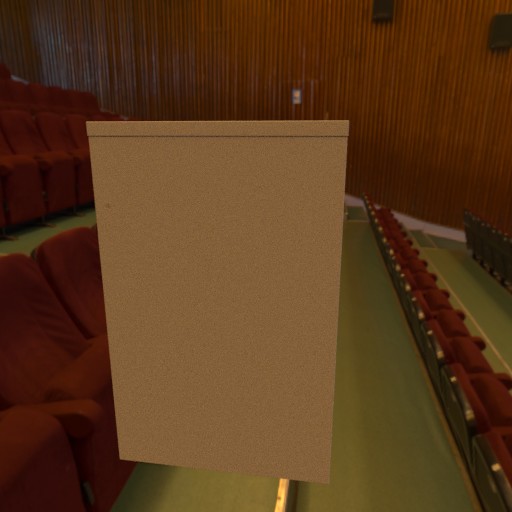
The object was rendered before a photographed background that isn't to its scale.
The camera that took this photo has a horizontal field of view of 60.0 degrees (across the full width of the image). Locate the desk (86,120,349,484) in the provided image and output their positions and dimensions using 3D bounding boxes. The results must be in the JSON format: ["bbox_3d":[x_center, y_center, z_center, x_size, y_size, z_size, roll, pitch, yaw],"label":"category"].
[{"bbox_3d":[0.000,0.000,1.293,0.482,0.730,0.898,2,16,9],"label":"desk"}]
